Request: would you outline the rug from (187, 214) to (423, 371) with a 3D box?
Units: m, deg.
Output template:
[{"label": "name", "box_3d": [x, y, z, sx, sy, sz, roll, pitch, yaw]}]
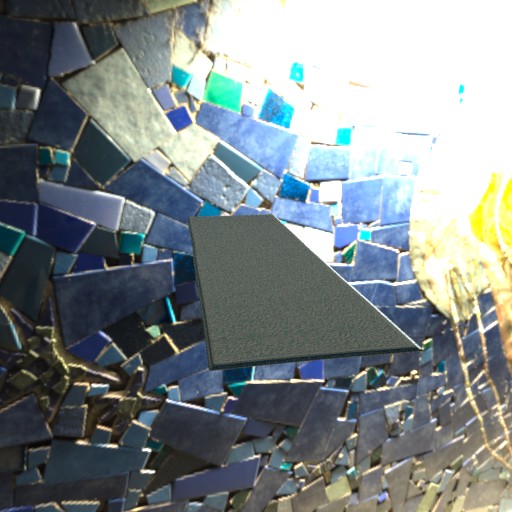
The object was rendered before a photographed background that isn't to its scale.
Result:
[{"label": "rug", "box_3d": [0.000, 0.000, 2.351, 0.662, 0.011, 2.196, -3, 17, -10]}]
